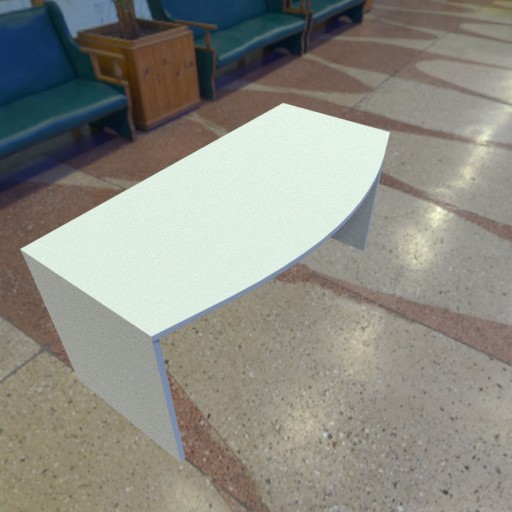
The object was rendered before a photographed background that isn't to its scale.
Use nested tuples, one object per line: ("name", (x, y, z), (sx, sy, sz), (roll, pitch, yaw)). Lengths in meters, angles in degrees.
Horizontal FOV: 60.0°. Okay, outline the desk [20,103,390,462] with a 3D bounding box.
("desk", (0.000, 0.000, 2.050), (0.802, 0.750, 1.600), (25, 46, 27))
